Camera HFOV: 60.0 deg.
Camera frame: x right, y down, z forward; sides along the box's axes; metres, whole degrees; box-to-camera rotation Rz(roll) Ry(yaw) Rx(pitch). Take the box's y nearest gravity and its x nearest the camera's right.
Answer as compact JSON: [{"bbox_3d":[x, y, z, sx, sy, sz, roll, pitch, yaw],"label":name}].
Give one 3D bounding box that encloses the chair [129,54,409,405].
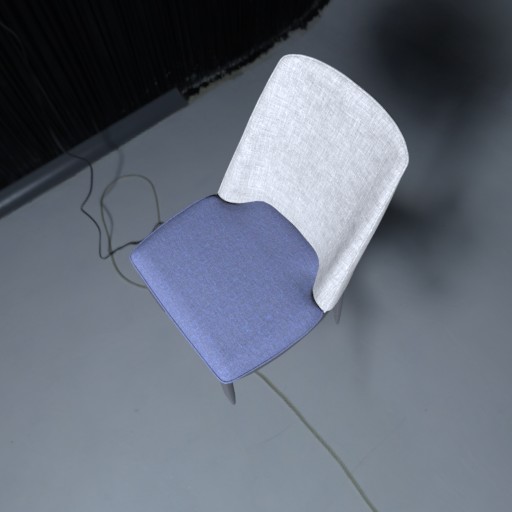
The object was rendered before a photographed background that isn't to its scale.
[{"bbox_3d":[0.000,0.000,1.182,0.550,0.855,0.488,-35,69,-16],"label":"chair"}]
